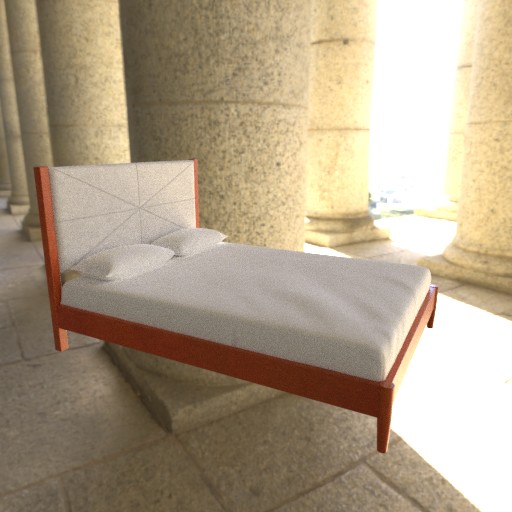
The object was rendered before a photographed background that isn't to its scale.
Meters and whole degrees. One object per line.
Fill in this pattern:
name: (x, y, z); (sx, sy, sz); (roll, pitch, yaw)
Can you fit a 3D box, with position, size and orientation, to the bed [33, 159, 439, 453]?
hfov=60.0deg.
bed: (0.000, 0.000, 2.902); (2.117, 1.165, 1.566); (8, 16, 27)
